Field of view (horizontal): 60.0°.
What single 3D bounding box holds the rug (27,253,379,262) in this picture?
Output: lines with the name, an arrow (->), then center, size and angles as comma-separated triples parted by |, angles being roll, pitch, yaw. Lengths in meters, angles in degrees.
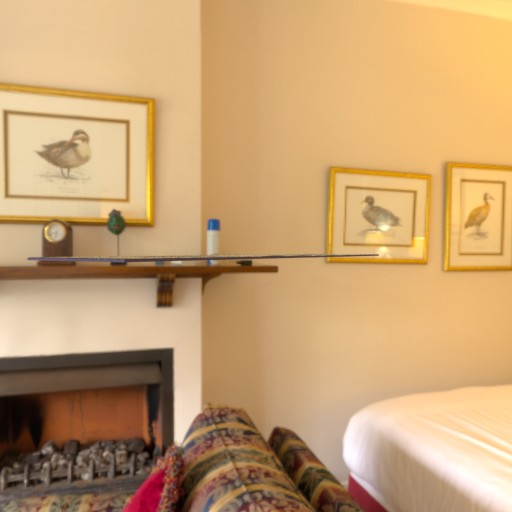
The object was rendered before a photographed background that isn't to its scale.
rug -> 0.000, 0.000, 2.506 | 0.602, 0.016, 2.283 | 0, 1, 36
